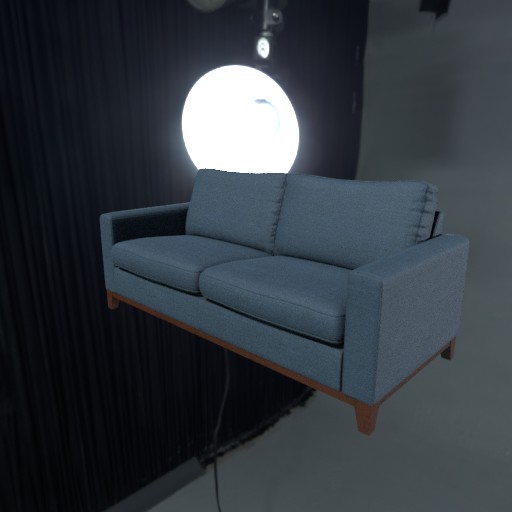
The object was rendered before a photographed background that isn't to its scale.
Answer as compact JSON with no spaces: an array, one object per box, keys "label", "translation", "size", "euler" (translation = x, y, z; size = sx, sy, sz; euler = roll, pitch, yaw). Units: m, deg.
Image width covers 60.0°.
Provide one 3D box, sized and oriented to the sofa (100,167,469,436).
[{"label":"sofa","translation":[0.000,0.000,2.407],"size":[1.900,0.865,0.877],"euler":[13,20,42]}]
